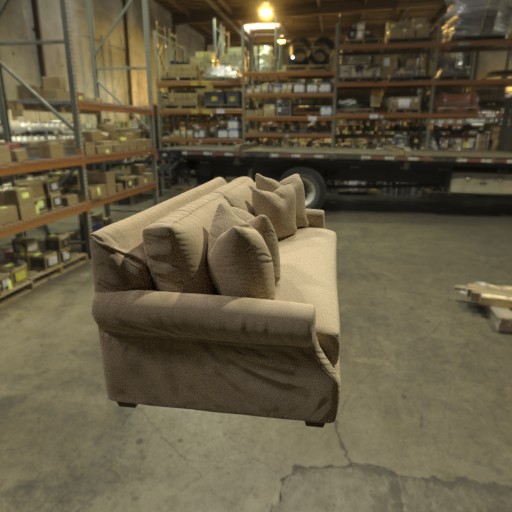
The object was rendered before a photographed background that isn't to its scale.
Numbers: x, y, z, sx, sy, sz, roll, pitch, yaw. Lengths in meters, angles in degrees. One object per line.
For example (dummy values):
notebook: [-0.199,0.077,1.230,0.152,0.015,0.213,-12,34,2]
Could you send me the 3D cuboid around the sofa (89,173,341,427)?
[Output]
sofa: [0.000,0.000,2.837,1.067,0.904,2.285,3,16,9]
